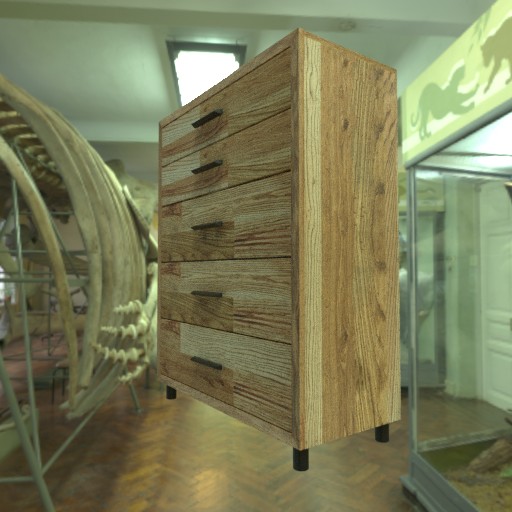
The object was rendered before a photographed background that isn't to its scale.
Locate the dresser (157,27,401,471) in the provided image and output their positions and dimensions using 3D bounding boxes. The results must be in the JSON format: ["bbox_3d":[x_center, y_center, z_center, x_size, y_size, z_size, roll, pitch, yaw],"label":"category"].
[{"bbox_3d":[0.000,0.000,1.726,0.480,1.243,0.966,1,-3,-36],"label":"dresser"}]
